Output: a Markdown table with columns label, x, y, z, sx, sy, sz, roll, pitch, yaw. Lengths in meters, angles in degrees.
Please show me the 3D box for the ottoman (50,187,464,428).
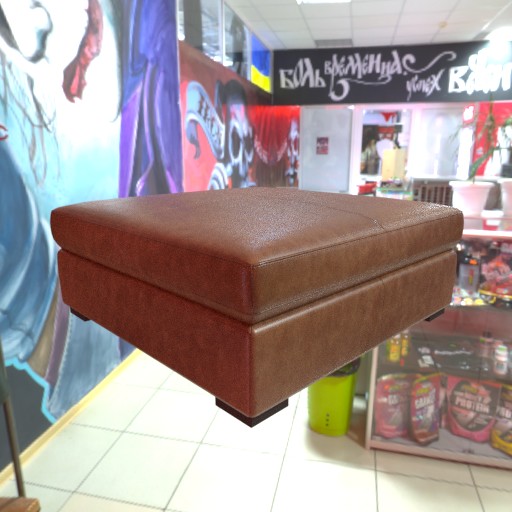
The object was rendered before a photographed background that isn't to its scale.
| label | x | y | z | sx | sy | sz | roll | pitch | yaw |
| --- | --- | --- | --- | --- | --- | --- | --- | --- | --- |
| ottoman | 0.000 | 0.000 | 1.778 | 1.169 | 0.483 | 1.168 | -13 | 19 | -43 |
